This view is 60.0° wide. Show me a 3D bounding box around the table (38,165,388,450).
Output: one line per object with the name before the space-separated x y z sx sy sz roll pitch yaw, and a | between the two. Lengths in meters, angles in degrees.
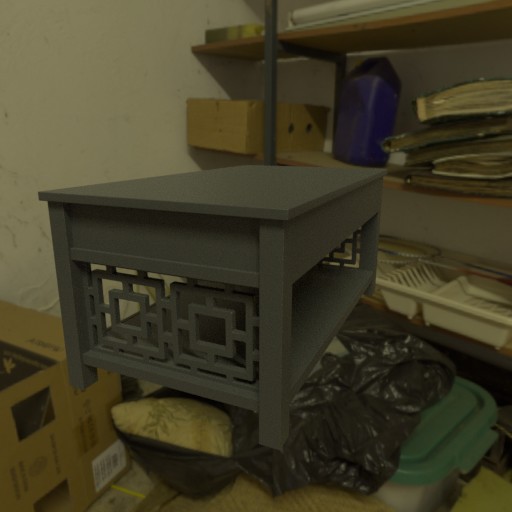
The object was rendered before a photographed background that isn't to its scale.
table | 0.000 0.000 1.407 0.612 0.493 1.068 7 16 24
